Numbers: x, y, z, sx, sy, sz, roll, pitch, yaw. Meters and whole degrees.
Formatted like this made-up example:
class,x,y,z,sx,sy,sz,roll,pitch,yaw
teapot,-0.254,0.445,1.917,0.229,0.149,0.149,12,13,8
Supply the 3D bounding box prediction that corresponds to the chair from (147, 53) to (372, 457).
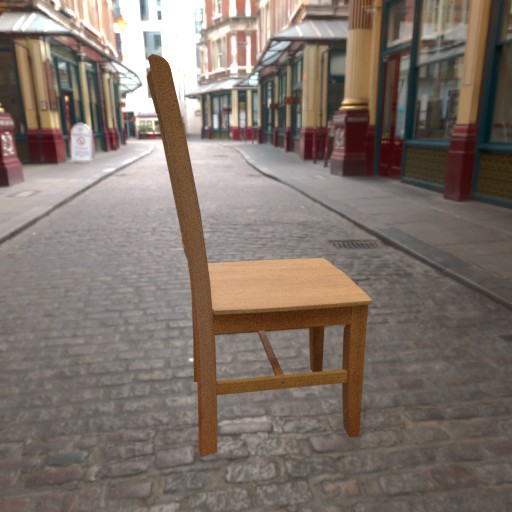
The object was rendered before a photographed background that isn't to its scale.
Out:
class,x,y,z,sx,sy,sz,roll,pitch,yaw
chair,0.000,0.000,1.285,0.556,0.998,0.450,-3,16,-9
